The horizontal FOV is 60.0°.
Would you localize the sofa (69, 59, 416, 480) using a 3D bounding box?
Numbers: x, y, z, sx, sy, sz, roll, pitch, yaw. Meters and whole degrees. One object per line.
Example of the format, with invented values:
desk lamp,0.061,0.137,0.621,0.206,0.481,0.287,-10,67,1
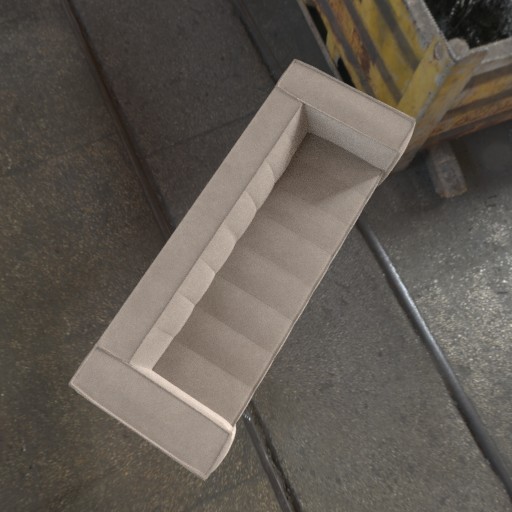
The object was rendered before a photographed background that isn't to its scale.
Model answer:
sofa,0.000,0.000,3.135,1.038,0.680,2.697,31,77,8
